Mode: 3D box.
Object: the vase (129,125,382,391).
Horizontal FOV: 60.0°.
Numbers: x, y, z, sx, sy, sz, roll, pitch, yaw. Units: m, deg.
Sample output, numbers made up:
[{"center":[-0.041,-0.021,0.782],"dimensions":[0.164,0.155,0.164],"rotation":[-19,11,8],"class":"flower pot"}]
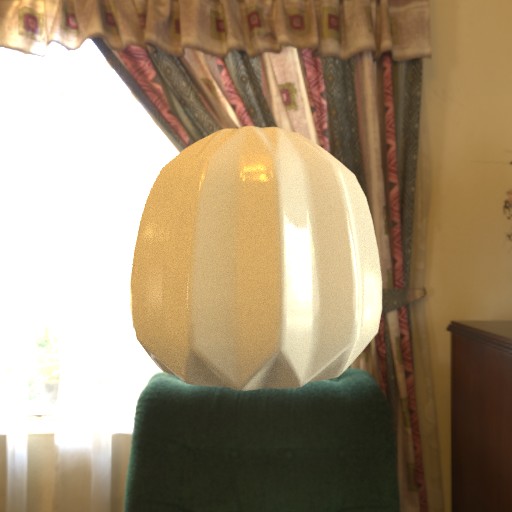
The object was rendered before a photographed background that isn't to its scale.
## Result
[{"center":[0.000,0.000,0.253],"dimensions":[0.139,0.134,0.139],"rotation":[0,-1,0],"class":"vase"}]
